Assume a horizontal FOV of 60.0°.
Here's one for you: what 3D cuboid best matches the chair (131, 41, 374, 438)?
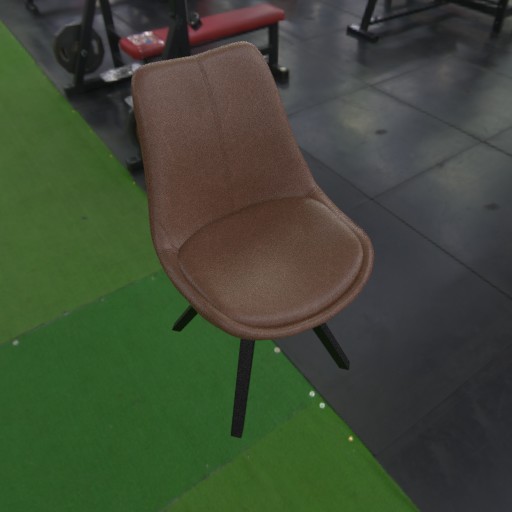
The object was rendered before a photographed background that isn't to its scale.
[{"bbox_3d":[0.000,0.000,1.137,0.475,0.850,0.550,-25,51,-22],"label":"chair"}]
